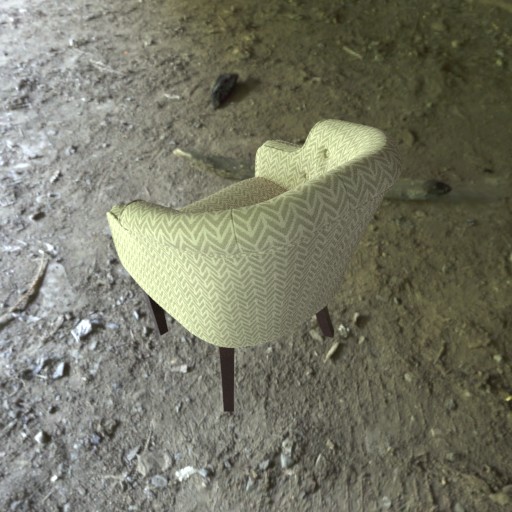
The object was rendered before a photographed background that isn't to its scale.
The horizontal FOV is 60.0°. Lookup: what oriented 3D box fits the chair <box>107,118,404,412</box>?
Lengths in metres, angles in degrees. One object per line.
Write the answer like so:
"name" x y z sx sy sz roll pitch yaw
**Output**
"chair" 0.000 0.000 1.302 0.686 0.858 0.613 -29 52 -26
